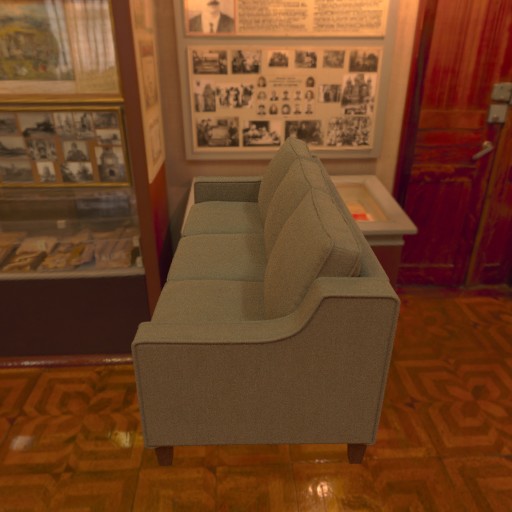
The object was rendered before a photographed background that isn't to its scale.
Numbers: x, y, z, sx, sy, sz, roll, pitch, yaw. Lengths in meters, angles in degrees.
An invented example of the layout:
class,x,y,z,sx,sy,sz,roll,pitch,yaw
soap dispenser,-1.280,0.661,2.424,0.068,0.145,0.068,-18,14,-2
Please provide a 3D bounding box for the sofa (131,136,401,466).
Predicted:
class,x,y,z,sx,sy,sz,roll,pitch,yaw
sofa,0.000,0.000,2.453,0.911,0.974,1.986,0,26,-1
